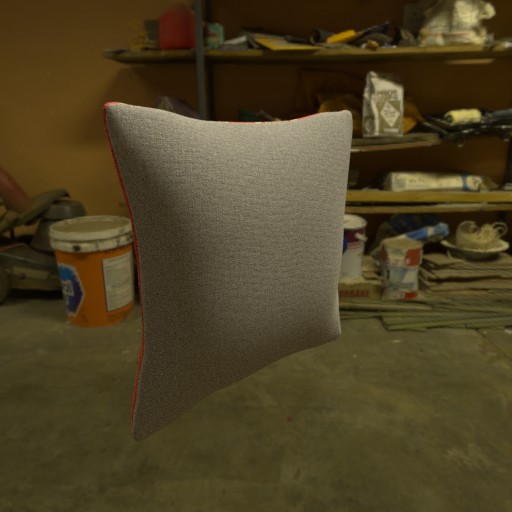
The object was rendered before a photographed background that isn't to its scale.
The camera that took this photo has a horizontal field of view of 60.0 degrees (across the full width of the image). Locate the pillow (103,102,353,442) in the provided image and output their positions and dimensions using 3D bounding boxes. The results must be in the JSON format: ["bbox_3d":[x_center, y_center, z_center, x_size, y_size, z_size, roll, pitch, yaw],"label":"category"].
[{"bbox_3d":[0.000,0.000,0.655,0.437,0.419,0.136,-15,22,-41],"label":"pillow"}]
